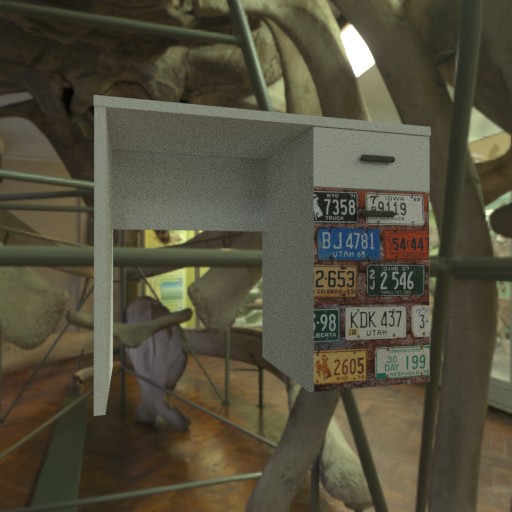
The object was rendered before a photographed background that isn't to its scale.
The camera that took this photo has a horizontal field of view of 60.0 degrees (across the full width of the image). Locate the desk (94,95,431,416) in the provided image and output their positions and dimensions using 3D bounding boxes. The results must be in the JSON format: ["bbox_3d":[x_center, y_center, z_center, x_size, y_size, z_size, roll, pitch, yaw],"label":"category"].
[{"bbox_3d":[0.000,0.000,1.348,0.898,0.730,0.482,0,0,-16],"label":"desk"}]
